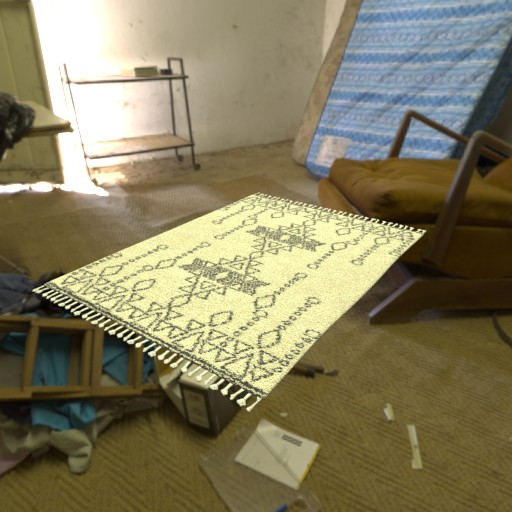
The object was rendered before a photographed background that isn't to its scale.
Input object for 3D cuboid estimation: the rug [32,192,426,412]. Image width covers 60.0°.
[{"bbox_3d":[0.000,0.000,3.955,2.125,0.028,3.027,18,31,32],"label":"rug"}]
